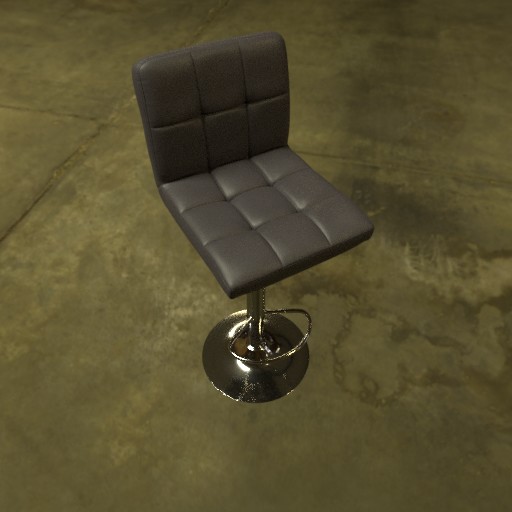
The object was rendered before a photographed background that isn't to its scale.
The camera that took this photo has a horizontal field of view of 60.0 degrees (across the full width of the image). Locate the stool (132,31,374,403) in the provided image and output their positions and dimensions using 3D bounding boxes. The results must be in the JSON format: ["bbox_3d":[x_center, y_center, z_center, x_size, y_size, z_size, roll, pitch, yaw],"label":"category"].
[{"bbox_3d":[0.000,0.000,1.360,0.430,1.115,0.505,-22,50,-20],"label":"stool"}]
